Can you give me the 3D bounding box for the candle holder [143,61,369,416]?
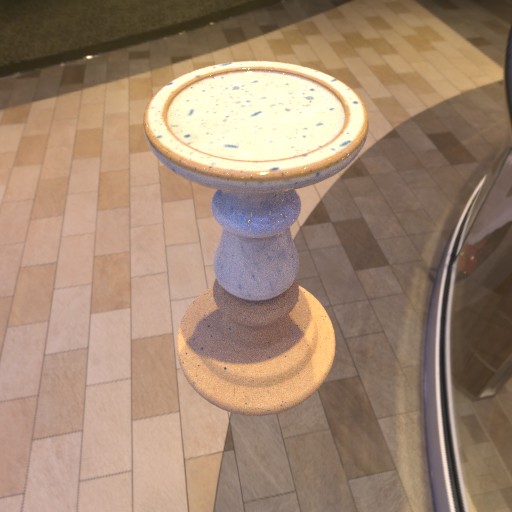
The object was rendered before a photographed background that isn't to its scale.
[{"bbox_3d":[0.000,0.000,0.278,0.123,0.202,0.123,0,47,0],"label":"candle holder"}]
